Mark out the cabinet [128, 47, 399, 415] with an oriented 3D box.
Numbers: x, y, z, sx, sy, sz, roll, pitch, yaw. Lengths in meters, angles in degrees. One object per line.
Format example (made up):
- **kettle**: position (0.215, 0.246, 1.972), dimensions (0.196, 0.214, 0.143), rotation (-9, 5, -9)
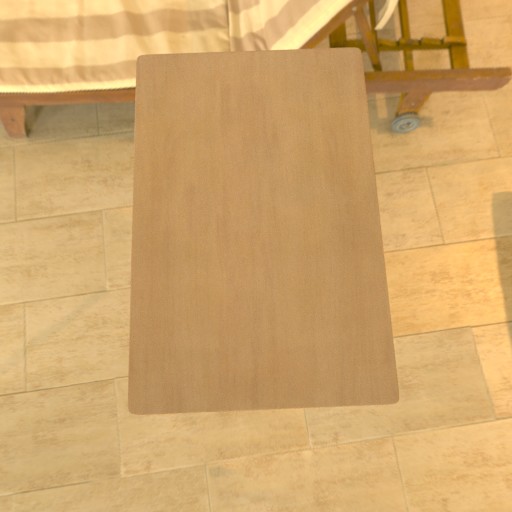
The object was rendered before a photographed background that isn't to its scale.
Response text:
- **cabinet**: position (0.000, 0.000, 1.272), dimensions (0.503, 0.762, 0.763), rotation (-2, 77, -1)
